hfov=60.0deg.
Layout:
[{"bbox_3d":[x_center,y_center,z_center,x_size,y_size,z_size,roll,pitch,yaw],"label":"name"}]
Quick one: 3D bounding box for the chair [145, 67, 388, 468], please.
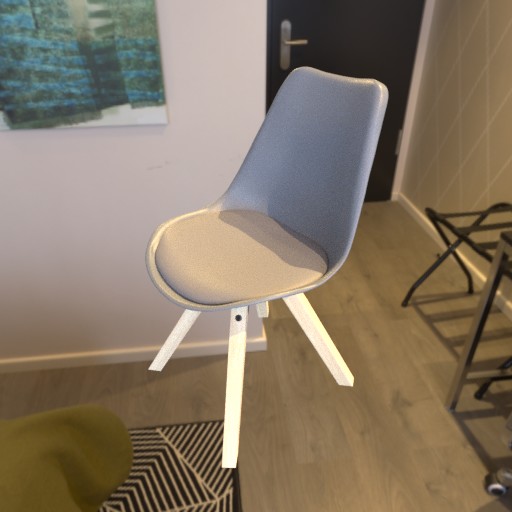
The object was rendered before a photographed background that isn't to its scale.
[{"bbox_3d":[0.000,0.000,1.161,0.550,0.850,0.485,-22,38,-31],"label":"chair"}]
